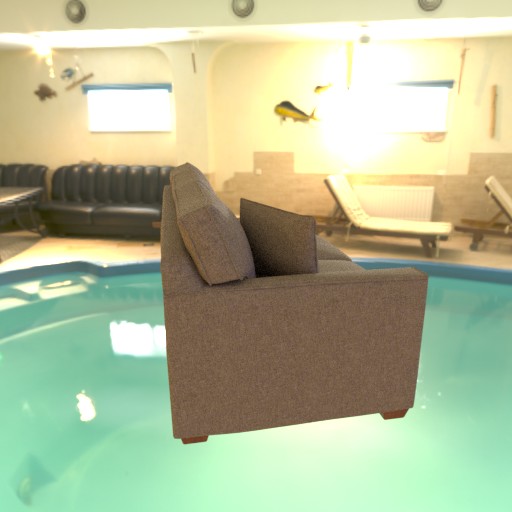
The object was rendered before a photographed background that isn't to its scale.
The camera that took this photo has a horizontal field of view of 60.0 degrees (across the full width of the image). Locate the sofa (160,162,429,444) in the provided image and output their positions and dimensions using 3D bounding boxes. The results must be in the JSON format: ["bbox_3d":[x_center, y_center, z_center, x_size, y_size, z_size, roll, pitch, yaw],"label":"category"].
[{"bbox_3d":[0.000,0.000,2.558,1.034,0.946,1.963,-3,16,-11],"label":"sofa"}]
